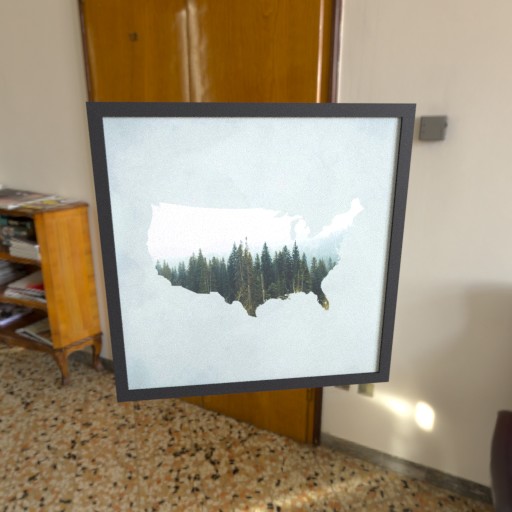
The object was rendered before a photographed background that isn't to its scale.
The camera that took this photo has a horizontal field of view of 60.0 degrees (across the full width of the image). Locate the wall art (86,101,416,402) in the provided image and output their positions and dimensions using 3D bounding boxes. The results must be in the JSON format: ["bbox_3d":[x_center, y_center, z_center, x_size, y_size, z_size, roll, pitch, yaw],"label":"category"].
[{"bbox_3d":[0.000,0.000,0.467,0.304,0.304,0.038,-2,17,-7],"label":"wall art"}]
